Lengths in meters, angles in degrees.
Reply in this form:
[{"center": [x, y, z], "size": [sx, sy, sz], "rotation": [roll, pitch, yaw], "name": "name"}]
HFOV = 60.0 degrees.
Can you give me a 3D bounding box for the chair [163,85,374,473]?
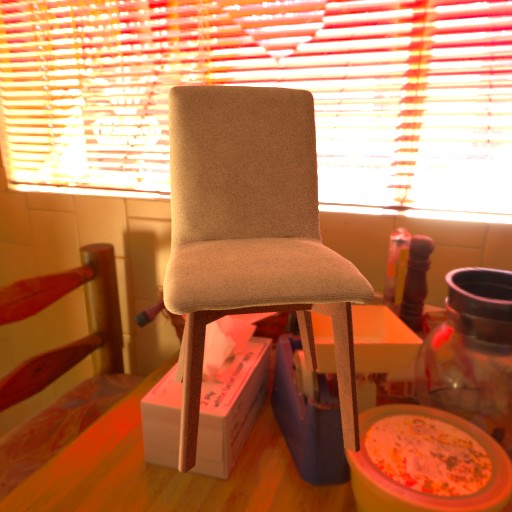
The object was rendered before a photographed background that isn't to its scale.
[{"center": [0.000, 0.000, 1.287], "size": [0.522, 0.974, 0.563], "rotation": [-3, 16, -9], "name": "chair"}]
